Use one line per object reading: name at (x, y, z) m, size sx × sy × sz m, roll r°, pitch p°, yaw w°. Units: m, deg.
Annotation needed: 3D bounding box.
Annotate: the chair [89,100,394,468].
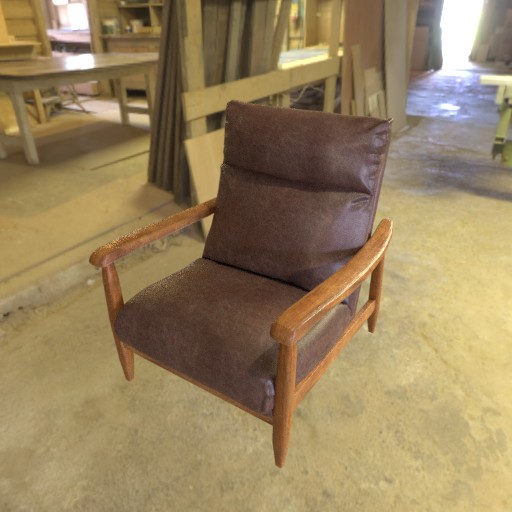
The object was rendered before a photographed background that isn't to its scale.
chair at (0.000, 0.000, 1.521) m, size 0.782 × 0.897 × 0.830 m, roll 17°, pitch 33°, yaw 29°
